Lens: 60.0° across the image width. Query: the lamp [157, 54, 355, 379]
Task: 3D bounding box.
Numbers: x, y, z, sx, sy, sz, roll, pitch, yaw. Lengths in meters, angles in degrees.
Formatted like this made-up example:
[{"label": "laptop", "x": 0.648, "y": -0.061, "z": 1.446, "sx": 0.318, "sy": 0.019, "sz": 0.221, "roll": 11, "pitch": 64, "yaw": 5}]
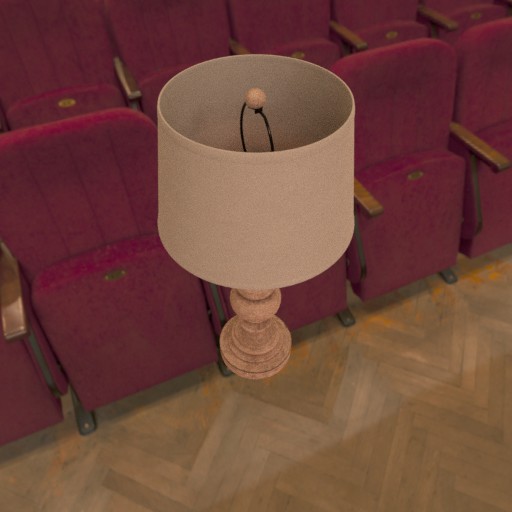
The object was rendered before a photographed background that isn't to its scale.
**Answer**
[{"label": "lamp", "x": 0.000, "y": 0.000, "z": 0.857, "sx": 0.340, "sy": 0.678, "sz": 0.340, "roll": 0, "pitch": 48, "yaw": 0}]
